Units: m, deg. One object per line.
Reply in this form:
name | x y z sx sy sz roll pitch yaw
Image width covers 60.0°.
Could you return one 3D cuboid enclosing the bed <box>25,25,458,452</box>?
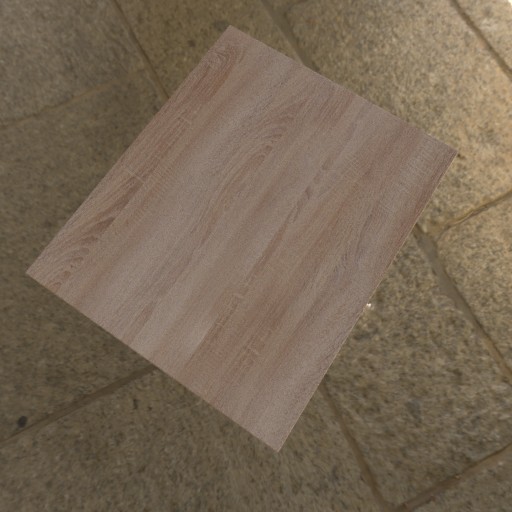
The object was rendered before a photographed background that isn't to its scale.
bed | 0.000 0.000 0.787 0.401 0.420 0.460 33 77 9
